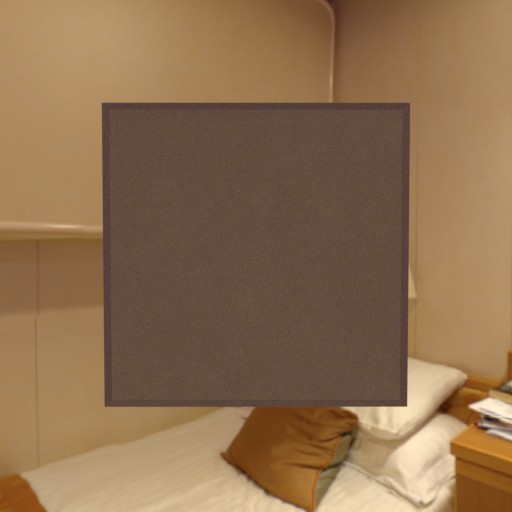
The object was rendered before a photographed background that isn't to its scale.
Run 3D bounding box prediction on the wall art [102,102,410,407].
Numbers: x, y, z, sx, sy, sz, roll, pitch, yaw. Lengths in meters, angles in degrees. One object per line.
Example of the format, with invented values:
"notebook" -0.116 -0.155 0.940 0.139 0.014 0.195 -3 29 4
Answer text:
"wall art" 0.000 0.000 1.124 0.761 0.758 0.038 0 2 0
